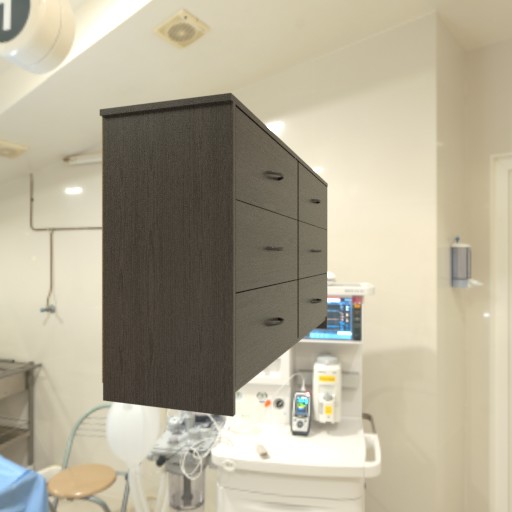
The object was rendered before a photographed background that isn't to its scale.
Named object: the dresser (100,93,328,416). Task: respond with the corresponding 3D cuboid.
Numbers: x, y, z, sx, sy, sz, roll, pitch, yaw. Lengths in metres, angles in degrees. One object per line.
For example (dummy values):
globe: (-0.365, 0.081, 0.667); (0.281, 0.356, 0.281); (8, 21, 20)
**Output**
dresser: (0.000, 0.000, 1.723); (0.401, 0.755, 1.360); (0, 0, 19)
